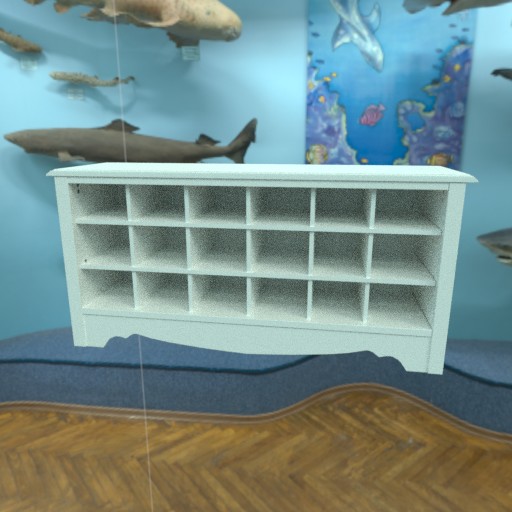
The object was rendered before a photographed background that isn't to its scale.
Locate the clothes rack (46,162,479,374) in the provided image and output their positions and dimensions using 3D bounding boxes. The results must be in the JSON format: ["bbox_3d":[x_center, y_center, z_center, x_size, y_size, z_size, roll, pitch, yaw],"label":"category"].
[{"bbox_3d":[0.000,0.000,1.356,1.120,0.531,0.324,2,16,9],"label":"clothes rack"}]
